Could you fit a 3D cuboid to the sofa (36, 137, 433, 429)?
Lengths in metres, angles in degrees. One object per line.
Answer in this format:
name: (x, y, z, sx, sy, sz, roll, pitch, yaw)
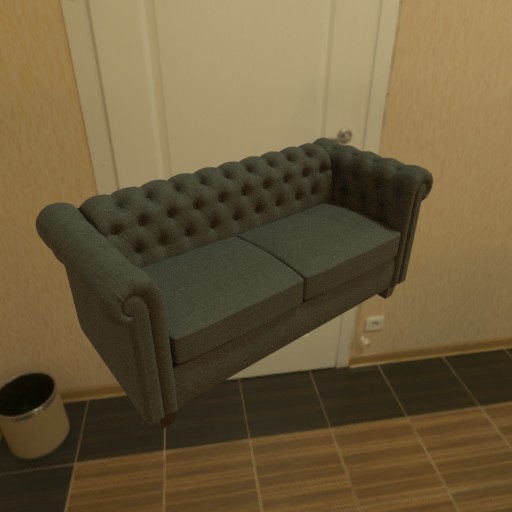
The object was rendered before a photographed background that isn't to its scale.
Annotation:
sofa: (0.000, 0.000, 2.265, 1.798, 0.797, 0.783, -22, 37, -32)
